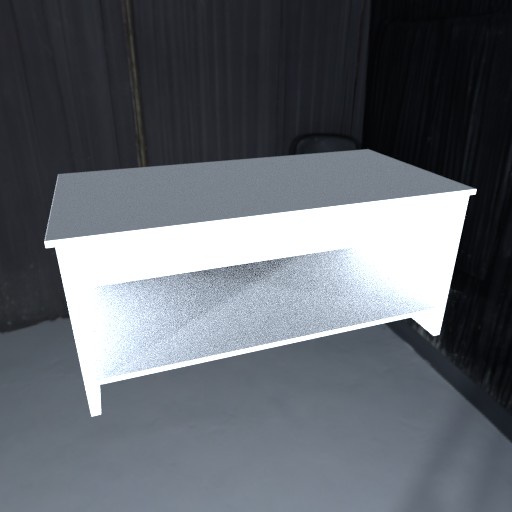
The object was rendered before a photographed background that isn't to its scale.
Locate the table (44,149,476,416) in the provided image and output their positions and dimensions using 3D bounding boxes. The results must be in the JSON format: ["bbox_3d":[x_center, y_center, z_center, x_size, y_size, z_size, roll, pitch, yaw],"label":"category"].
[{"bbox_3d":[0.000,0.000,1.273,1.000,0.441,0.500,-9,27,-17],"label":"table"}]
